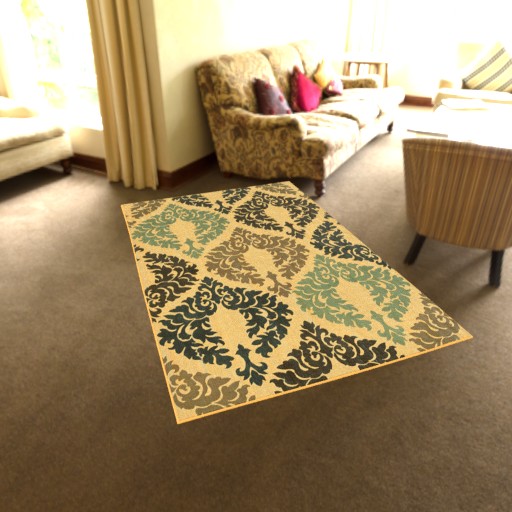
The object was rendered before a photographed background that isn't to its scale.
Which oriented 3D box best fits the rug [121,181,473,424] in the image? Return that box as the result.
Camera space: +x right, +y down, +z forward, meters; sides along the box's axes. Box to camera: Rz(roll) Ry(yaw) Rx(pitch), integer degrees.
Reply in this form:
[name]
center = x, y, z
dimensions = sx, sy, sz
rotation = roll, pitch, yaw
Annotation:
[rug]
center = 0.000, 0.000, 2.926
dimensions = 1.514, 0.014, 2.275
rotation = -11, 33, -17
